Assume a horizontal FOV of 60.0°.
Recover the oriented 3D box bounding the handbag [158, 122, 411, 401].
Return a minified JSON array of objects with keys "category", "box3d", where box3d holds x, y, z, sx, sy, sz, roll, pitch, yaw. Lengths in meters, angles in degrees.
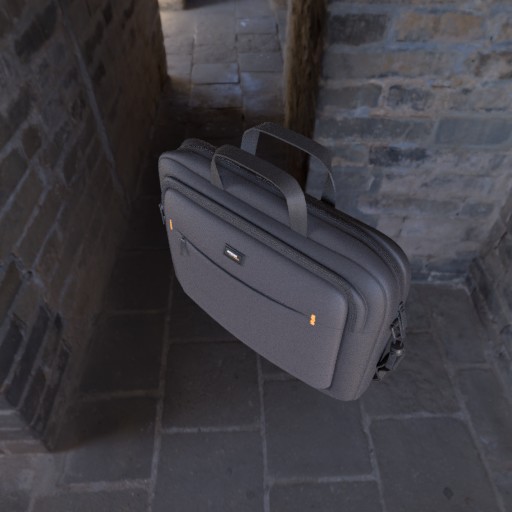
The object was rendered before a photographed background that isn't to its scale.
[{"category":"handbag","box3d":[0.000,0.000,0.582,0.429,0.330,0.126,32,55,26]}]
